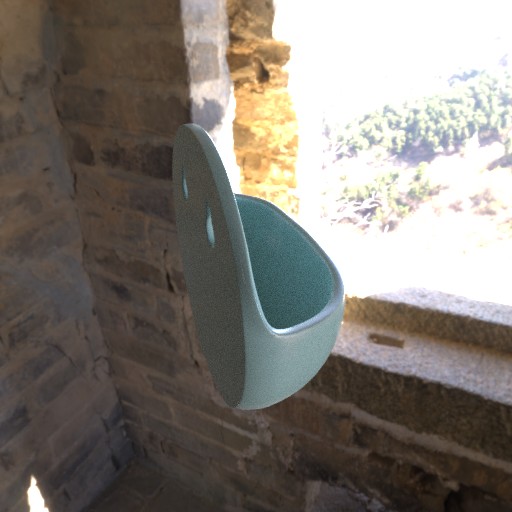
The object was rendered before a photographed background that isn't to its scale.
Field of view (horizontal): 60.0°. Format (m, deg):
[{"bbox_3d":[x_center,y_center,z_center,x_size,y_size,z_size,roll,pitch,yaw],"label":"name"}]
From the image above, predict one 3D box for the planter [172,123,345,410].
[{"bbox_3d":[0.000,0.000,0.280,0.073,0.164,0.189,-10,31,-17],"label":"planter"}]
